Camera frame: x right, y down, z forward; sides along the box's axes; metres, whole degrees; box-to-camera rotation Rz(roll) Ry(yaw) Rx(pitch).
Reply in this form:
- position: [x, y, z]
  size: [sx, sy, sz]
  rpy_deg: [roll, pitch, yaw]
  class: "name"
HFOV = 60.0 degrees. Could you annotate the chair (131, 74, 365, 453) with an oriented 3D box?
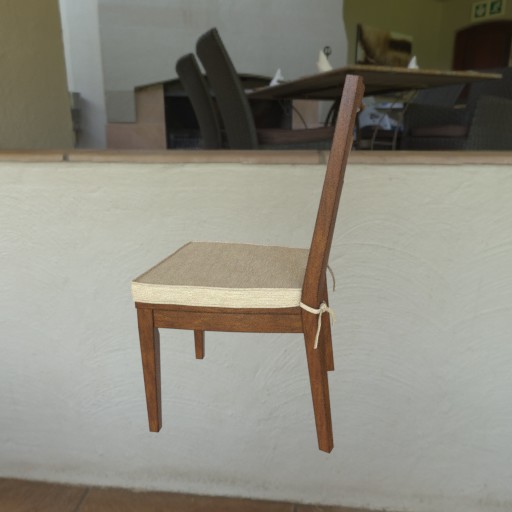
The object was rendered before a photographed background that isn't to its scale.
- position: [0.000, 0.000, 1.372]
  size: [0.595, 0.979, 0.593]
  rpy_deg: [3, 15, 10]
  class: "chair"
